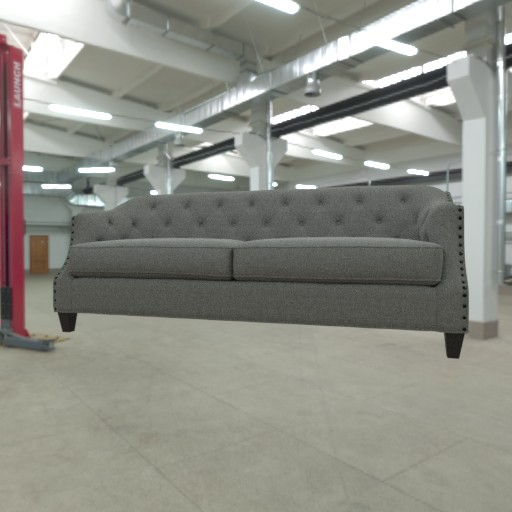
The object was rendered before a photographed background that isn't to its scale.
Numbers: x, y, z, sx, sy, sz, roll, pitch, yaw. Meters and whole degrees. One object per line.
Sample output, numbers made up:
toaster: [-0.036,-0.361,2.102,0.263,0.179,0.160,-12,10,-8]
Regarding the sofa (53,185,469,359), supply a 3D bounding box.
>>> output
sofa: [0.000,0.000,2.689,2.235,0.901,0.914,0,1,17]
